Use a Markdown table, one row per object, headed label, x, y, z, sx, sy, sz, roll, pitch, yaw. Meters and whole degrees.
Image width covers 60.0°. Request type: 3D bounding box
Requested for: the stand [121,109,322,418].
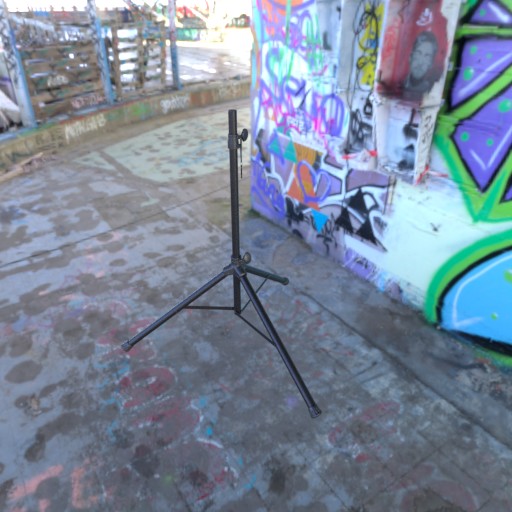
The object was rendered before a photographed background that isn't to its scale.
| label | x | y | z | sx | sy | sz | roll | pitch | yaw |
| --- | --- | --- | --- | --- | --- | --- | --- | --- | --- |
| stand | 0.000 | 0.000 | 1.861 | 1.045 | 1.136 | 0.907 | -19 | 35 | -29 |
